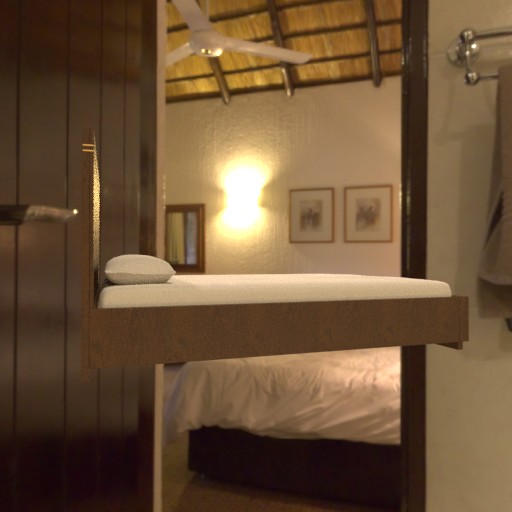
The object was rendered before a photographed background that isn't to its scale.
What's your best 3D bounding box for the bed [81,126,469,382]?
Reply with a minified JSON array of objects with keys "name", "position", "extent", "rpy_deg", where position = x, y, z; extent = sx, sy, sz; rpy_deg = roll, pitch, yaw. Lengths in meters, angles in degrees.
[{"name":"bed","position":[0.000,0.000,3.140],"extent":[2.221,1.169,1.613],"rpy_deg":[0,-1,-19]}]
